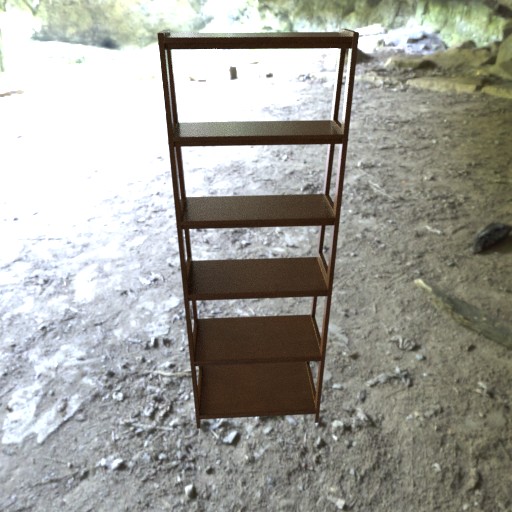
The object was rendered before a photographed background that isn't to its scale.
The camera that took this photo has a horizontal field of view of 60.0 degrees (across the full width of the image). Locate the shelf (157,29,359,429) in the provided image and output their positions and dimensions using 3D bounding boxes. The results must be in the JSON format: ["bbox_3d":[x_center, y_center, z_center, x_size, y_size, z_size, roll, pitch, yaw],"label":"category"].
[{"bbox_3d":[0.000,0.000,2.073,0.660,1.892,0.382,-2,30,-3],"label":"shelf"}]
